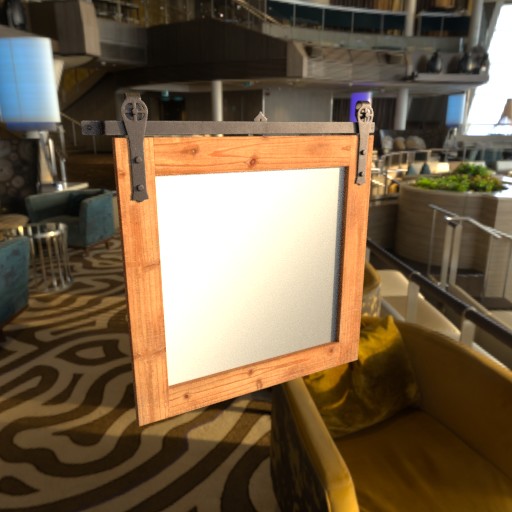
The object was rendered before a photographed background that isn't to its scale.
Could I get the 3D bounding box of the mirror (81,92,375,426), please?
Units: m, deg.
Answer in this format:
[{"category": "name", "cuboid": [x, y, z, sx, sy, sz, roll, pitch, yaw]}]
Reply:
[{"category": "mirror", "cuboid": [0.000, 0.000, 1.183, 0.805, 0.800, 0.054, -9, 18, -27]}]
